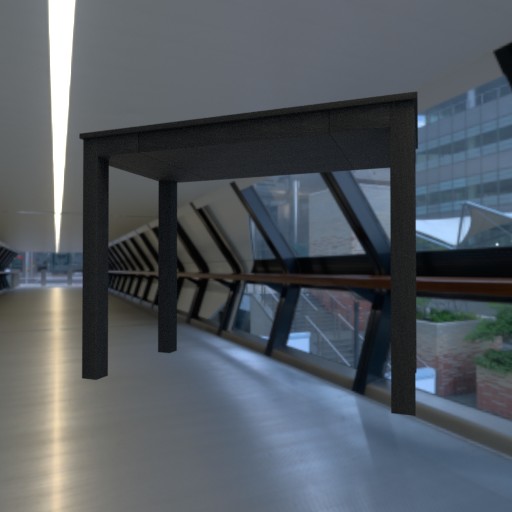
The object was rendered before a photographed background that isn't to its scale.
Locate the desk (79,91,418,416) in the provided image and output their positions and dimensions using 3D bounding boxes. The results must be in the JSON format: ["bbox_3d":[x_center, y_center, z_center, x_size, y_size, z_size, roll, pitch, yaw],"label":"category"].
[{"bbox_3d":[0.000,0.000,1.440,0.991,0.762,0.499,0,-1,20],"label":"desk"}]
